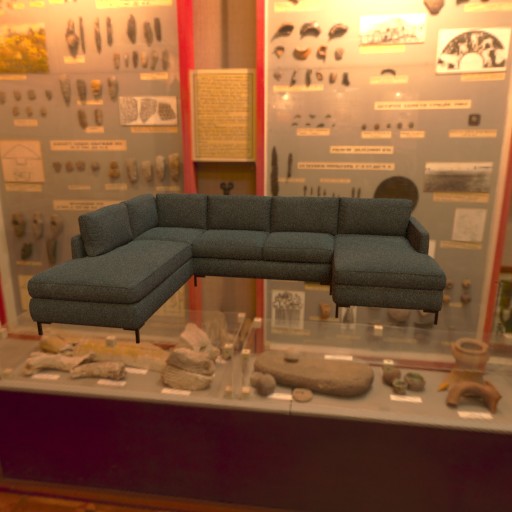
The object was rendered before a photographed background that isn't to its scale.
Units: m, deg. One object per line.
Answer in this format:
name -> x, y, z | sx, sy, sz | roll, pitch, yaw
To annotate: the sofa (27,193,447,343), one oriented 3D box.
sofa -> 0.000, 0.000, 3.795 | 2.956, 0.813, 2.007 | 3, 16, 9
